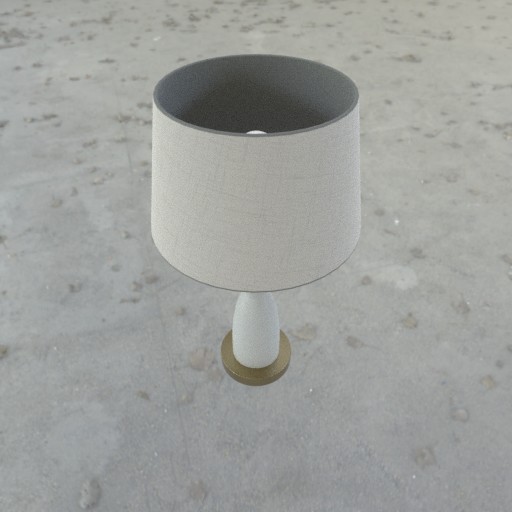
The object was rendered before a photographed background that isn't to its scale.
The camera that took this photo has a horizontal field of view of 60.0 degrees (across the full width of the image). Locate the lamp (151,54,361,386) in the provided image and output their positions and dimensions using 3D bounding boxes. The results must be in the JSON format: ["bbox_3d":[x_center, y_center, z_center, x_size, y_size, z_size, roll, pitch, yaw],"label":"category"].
[{"bbox_3d":[0.000,0.000,0.715,0.309,0.545,0.309,0,42,0],"label":"lamp"}]
